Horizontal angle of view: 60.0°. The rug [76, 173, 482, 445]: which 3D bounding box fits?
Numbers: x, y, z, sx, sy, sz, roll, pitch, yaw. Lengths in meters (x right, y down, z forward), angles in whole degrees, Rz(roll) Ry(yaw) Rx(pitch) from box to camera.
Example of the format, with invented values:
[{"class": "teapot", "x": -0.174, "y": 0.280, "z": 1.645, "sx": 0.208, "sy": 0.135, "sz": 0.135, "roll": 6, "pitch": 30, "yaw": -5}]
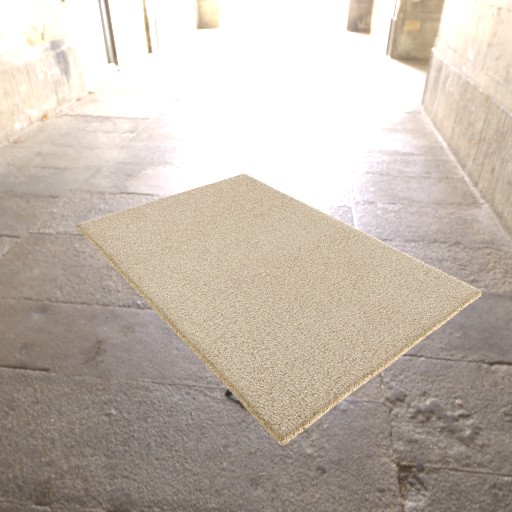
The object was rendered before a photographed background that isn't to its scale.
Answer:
[{"class": "rug", "x": 0.000, "y": 0.000, "z": 2.273, "sx": 1.219, "sy": 0.030, "sz": 1.778, "roll": -24, "pitch": 40, "yaw": -32}]
